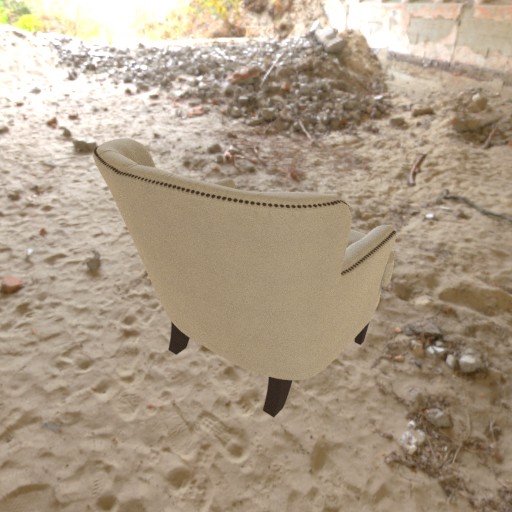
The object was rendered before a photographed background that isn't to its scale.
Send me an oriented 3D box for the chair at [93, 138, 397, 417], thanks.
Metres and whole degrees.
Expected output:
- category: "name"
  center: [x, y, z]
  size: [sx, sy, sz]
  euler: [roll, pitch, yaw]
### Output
- category: "chair"
  center: [0.000, 0.000, 1.591]
  size: [0.848, 0.868, 0.906]
  euler: [22, 37, 33]
